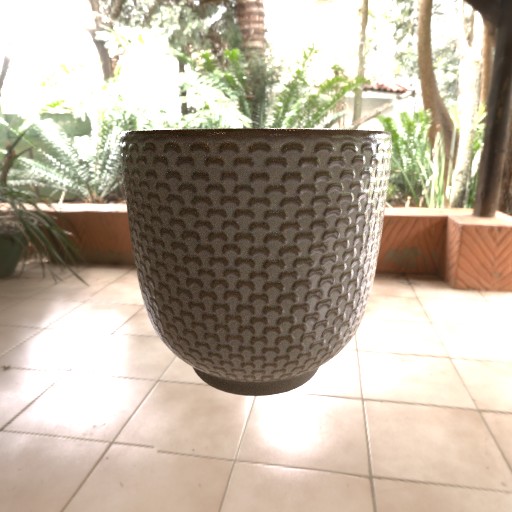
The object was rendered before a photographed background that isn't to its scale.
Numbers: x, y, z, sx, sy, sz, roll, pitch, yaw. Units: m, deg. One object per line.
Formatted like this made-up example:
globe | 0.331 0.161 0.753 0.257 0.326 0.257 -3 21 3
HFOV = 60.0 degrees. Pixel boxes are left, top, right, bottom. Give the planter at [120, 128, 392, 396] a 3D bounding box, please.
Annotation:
planter | 0.000 0.000 0.354 0.197 0.191 0.197 0 14 0
